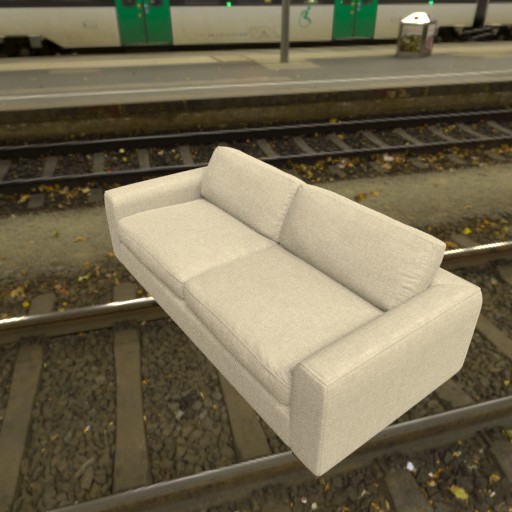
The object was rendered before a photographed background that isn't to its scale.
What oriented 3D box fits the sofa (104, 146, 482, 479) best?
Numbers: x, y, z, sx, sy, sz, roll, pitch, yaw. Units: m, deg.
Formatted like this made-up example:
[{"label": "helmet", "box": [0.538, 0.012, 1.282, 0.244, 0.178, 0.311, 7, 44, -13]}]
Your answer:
[{"label": "sofa", "box": [0.000, 0.000, 2.674, 1.070, 0.801, 2.262, -21, 37, -31]}]
